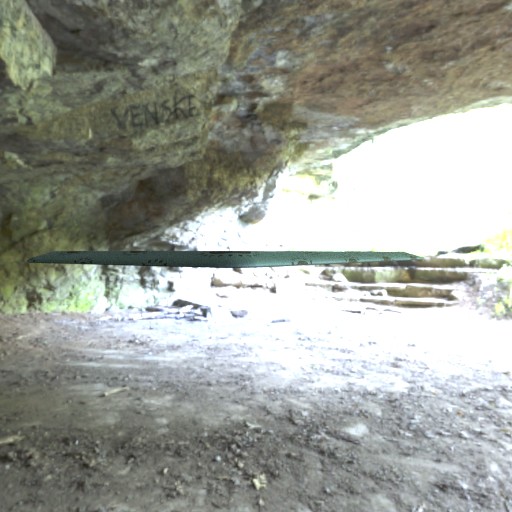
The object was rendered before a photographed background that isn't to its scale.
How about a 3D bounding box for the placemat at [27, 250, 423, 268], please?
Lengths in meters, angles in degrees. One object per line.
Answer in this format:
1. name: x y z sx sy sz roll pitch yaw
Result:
1. placemat: 0.000 0.000 0.959 0.508 0.021 0.762 0 1 36
